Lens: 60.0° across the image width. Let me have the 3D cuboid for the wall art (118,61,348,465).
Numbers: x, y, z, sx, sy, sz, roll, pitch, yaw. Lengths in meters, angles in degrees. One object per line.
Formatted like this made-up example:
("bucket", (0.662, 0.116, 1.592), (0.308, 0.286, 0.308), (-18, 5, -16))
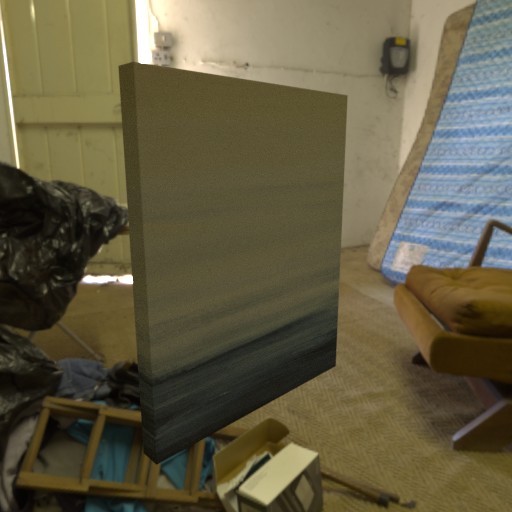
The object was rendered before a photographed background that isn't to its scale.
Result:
("wall art", (0.000, 0.000, 0.829), (0.489, 0.608, 0.040), (-12, 18, -43))
